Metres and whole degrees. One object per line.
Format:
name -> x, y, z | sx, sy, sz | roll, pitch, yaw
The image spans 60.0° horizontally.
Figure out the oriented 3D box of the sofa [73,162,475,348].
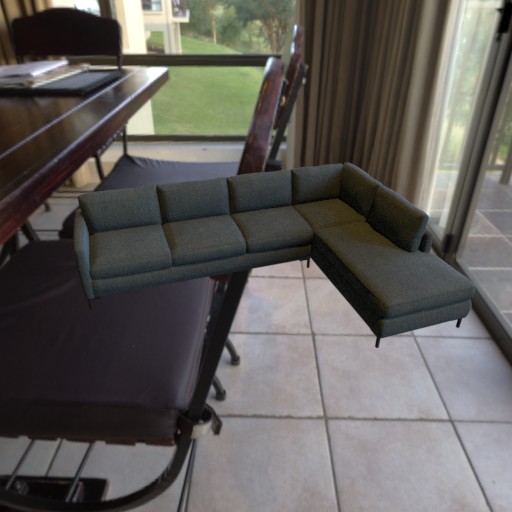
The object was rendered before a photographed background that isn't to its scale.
sofa -> 0.000, 0.000, 3.812 | 2.949, 0.815, 2.007 | -10, 33, -15
